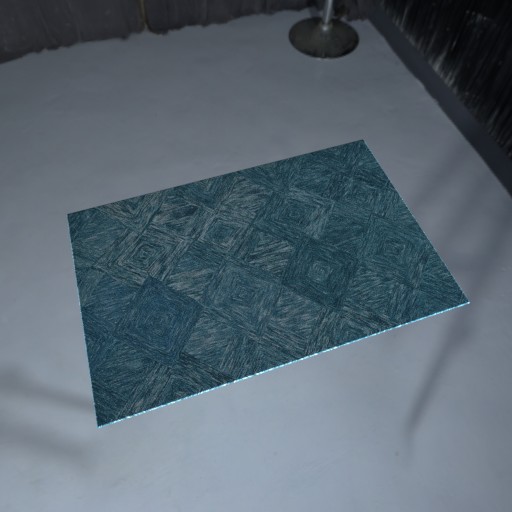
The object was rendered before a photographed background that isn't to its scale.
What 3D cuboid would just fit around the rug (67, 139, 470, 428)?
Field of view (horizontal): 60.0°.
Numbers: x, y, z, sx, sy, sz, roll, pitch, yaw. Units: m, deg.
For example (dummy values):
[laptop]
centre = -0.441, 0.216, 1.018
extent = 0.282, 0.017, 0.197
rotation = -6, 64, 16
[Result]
[rug]
centre = 0.000, 0.000, 2.907
extent = 2.277, 0.015, 1.490
rotation = -16, 60, -10
